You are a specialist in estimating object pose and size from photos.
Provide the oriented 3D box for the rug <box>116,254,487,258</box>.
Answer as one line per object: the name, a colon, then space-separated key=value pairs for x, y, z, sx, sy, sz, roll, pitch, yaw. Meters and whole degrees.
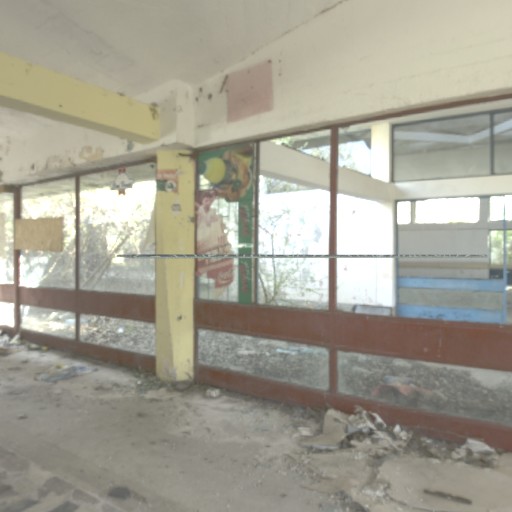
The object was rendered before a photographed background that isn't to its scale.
rug: x=0.000 y=0.000 z=4.193 sx=2.456 sy=0.021 sz=3.042 roll=0 pitch=0 yaw=-19
